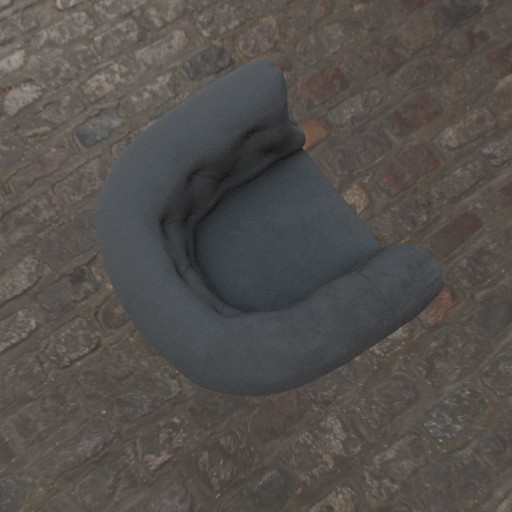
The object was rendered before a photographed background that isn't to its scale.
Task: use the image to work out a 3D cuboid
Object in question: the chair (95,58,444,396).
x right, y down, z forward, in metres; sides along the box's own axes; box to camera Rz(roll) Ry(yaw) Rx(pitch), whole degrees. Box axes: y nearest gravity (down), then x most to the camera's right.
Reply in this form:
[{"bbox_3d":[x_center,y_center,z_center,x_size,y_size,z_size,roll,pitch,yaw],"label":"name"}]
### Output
[{"bbox_3d":[0.000,0.000,1.567,0.851,0.826,0.904,-34,78,-8],"label":"chair"}]
